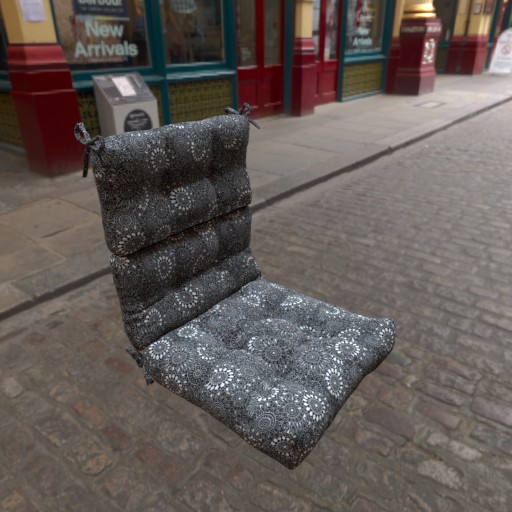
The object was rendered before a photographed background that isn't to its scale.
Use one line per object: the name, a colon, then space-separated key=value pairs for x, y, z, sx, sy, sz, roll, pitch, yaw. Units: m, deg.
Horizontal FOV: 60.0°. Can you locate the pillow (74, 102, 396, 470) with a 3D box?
pillow: x=0.000 y=0.000 z=1.024 sx=0.571 sy=0.605 sz=0.519 roll=19 pitch=32 yaw=34
